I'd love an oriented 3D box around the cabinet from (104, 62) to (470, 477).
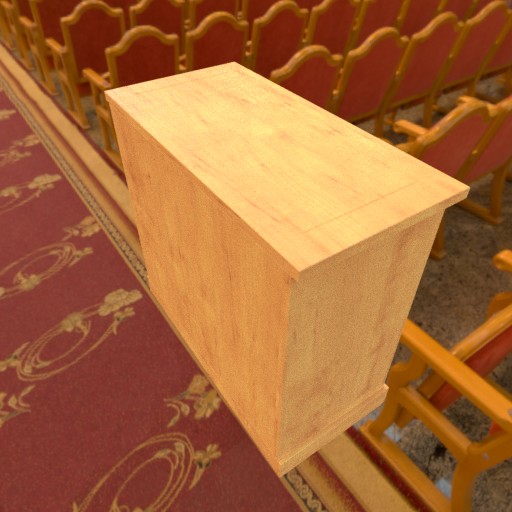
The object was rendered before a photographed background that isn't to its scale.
[{"bbox_3d":[0.000,0.000,1.388,0.450,0.840,0.920,-24,47,-25],"label":"cabinet"}]
